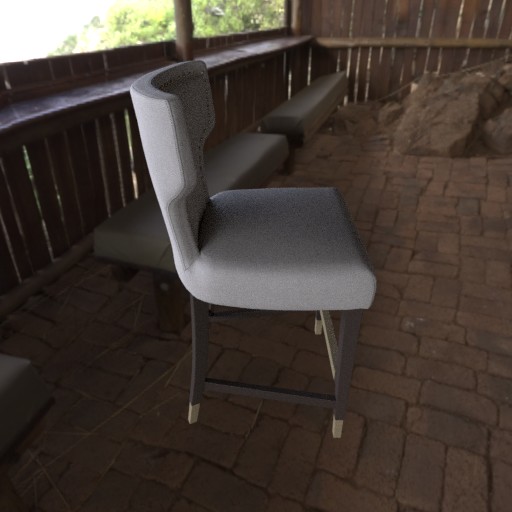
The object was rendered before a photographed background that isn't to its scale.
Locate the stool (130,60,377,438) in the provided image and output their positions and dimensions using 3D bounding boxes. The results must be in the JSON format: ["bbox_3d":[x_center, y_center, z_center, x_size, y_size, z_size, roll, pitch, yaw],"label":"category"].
[{"bbox_3d":[0.000,0.000,1.276,0.563,0.982,0.527,0,31,0],"label":"stool"}]
